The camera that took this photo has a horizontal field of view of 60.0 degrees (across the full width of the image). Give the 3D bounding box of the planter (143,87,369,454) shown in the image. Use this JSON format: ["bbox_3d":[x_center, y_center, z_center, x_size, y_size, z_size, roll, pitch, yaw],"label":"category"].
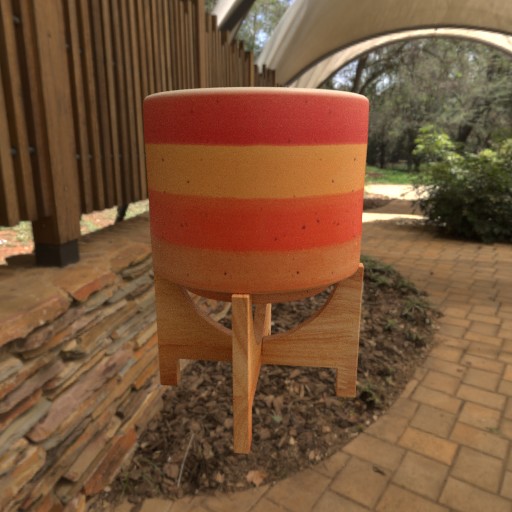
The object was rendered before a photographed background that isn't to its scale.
[{"bbox_3d":[0.000,0.000,0.566,0.269,0.379,0.269,0,15,0],"label":"planter"}]
